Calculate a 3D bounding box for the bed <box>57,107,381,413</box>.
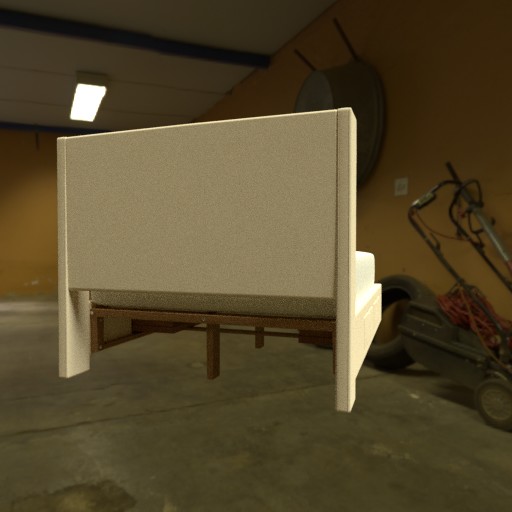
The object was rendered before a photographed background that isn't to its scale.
[{"bbox_3d":[0.000,0.000,3.476,1.765,1.471,2.280,0,1,19],"label":"bed"}]
